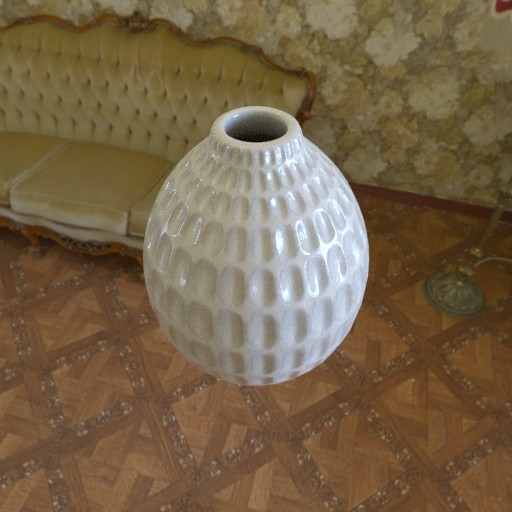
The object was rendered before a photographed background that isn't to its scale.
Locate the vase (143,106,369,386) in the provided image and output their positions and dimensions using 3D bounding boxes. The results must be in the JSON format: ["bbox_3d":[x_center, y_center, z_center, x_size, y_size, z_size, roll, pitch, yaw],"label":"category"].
[{"bbox_3d":[0.000,0.000,0.257,0.128,0.167,0.128,0,45,0],"label":"vase"}]
